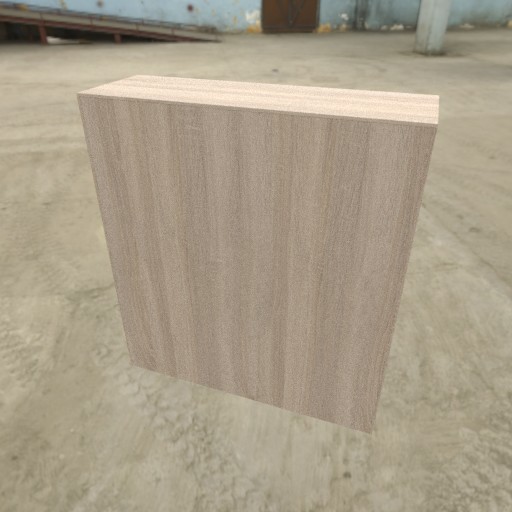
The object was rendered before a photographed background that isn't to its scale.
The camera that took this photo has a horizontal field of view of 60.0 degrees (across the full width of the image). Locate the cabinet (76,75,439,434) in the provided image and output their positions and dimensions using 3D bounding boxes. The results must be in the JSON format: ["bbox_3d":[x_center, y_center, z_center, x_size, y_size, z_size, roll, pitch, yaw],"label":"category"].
[{"bbox_3d":[0.000,0.000,2.941,1.870,2.060,0.620,11,33,17],"label":"cabinet"}]
